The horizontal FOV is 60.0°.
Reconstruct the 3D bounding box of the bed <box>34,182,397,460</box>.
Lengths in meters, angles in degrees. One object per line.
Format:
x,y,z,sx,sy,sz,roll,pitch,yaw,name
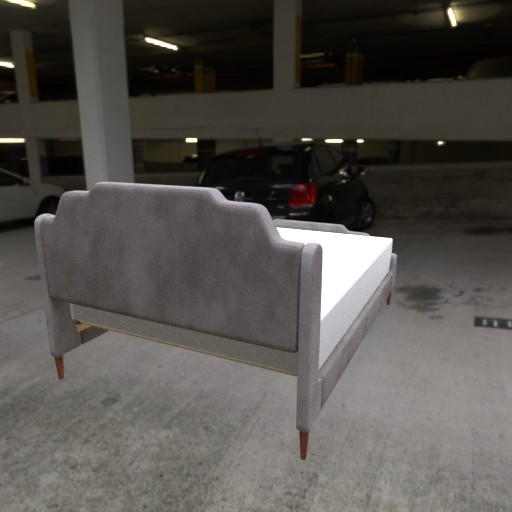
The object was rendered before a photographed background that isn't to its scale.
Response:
0.000,0.000,3.262,1.676,1.245,2.340,7,17,25,bed
